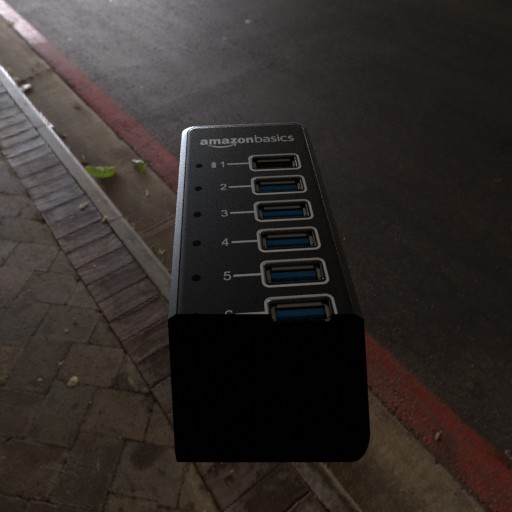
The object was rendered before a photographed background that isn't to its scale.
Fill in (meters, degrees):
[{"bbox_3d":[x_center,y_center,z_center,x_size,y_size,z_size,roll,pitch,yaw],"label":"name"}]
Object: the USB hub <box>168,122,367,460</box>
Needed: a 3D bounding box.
[{"bbox_3d":[0.000,0.000,0.128,0.044,0.023,0.110,-3,47,-3],"label":"USB hub"}]
